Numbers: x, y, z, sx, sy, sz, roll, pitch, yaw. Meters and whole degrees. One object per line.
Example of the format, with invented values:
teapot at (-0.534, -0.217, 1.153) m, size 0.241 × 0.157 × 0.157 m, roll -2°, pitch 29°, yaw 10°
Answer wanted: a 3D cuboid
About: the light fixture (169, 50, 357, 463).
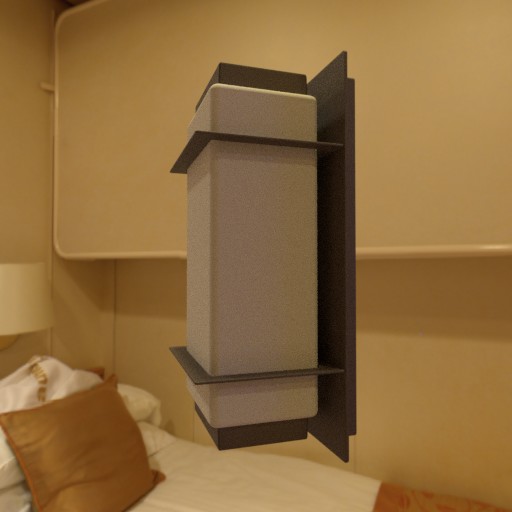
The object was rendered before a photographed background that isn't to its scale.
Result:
light fixture at (0.000, 0.000, 0.426) m, size 0.146 × 0.347 × 0.153 m, roll 0°, pitch -1°, yaw -18°
